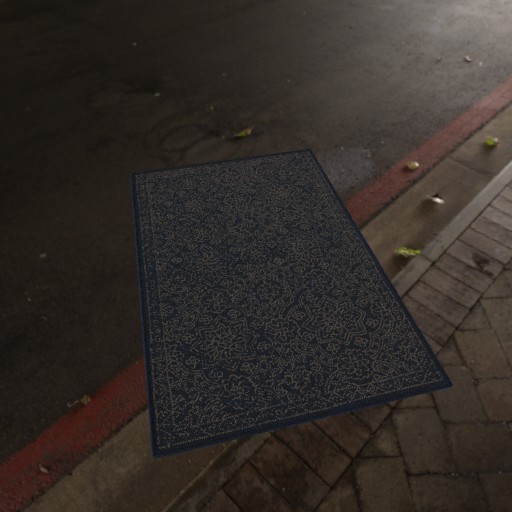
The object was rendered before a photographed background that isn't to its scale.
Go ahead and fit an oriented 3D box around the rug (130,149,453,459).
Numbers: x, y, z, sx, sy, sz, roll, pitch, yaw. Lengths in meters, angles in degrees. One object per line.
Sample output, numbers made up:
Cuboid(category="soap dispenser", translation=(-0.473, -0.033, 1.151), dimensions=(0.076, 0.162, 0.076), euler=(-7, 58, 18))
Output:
Cuboid(category="rug", translation=(0.000, 0.000, 2.328), dimensions=(1.219, 0.010, 1.829), euler=(-10, 46, -10))
